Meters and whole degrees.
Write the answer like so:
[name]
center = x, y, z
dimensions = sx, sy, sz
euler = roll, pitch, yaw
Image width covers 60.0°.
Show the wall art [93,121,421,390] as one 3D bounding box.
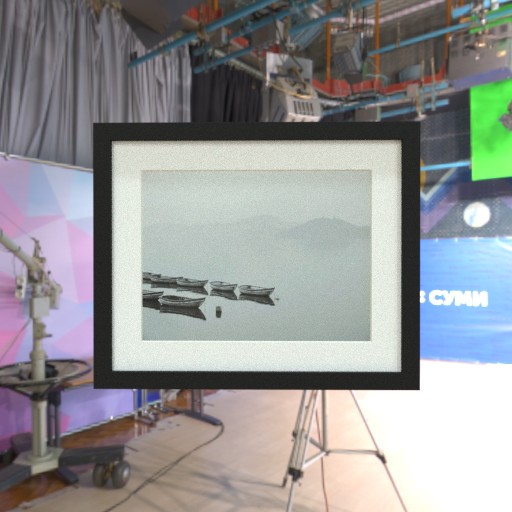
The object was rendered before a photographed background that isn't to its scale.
[wall art]
center = 0.000, 0.000, 0.766
dimensions = 0.554, 0.454, 0.030
euler = 0, 0, 1
